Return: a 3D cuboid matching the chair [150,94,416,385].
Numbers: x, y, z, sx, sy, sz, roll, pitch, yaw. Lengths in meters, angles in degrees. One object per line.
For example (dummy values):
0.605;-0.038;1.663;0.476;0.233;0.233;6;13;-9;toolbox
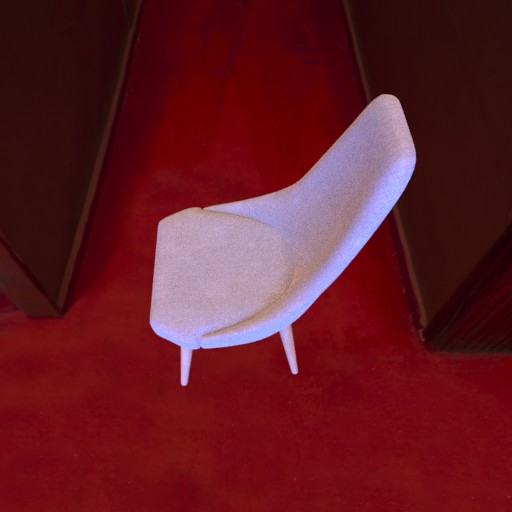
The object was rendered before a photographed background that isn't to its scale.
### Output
0.000;0.000;1.387;0.660;1.040;0.510;-2;58;-1;chair
